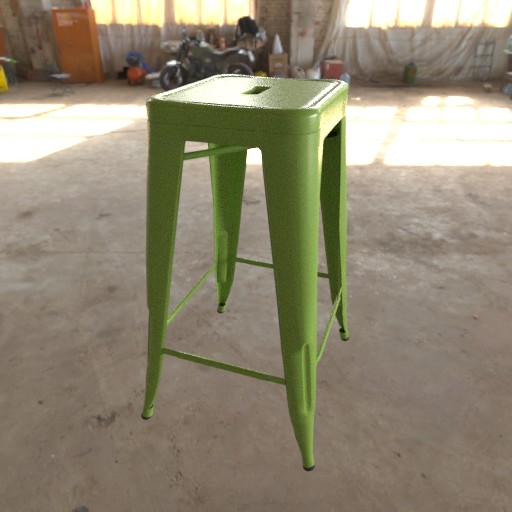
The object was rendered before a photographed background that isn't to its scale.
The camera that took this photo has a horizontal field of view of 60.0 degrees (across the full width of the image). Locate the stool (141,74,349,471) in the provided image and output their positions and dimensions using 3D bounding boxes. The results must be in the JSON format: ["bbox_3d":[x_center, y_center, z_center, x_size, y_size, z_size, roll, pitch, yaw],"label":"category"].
[{"bbox_3d":[0.000,0.000,0.850,0.358,0.609,0.398,10,31,17],"label":"stool"}]
